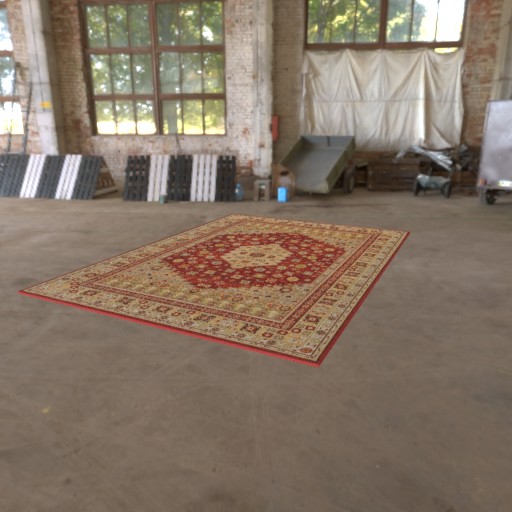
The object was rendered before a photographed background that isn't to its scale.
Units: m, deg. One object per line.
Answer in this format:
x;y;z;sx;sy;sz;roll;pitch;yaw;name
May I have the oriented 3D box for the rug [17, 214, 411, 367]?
0.000;0.000;2.845;1.593;0.013;2.211;8;19;25;rug
